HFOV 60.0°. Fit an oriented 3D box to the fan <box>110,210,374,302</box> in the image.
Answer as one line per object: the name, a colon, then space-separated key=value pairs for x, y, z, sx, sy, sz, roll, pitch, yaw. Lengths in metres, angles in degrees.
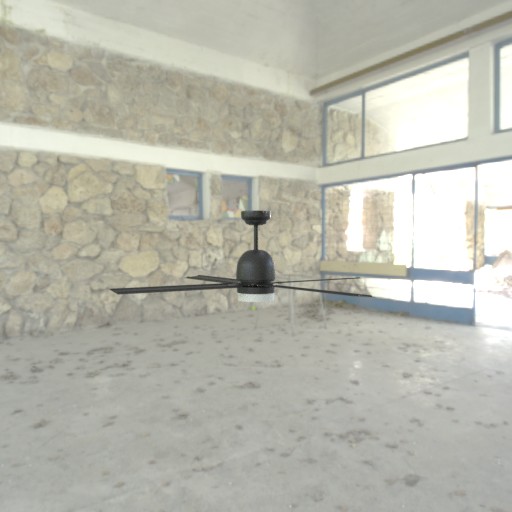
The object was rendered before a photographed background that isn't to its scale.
fan: x=0.000 y=0.000 z=2.058 sx=1.319 sy=0.410 sz=1.319 roll=-1 pitch=1 yaw=-36
